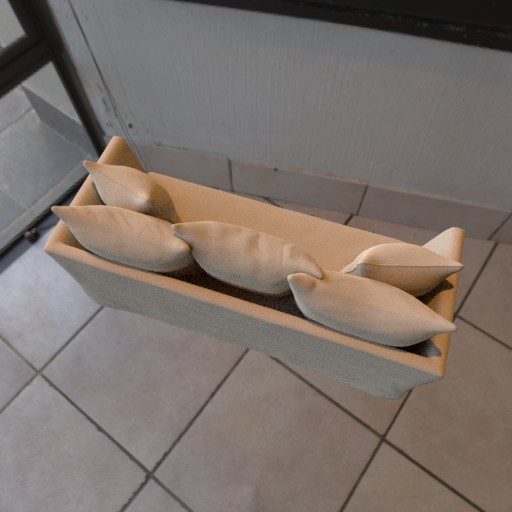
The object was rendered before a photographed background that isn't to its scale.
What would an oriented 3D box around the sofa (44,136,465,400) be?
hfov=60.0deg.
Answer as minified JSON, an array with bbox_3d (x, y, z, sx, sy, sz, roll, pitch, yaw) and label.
[{"bbox_3d":[0.000,0.000,2.984,2.499,1.047,1.046,16,64,8],"label":"sofa"}]
